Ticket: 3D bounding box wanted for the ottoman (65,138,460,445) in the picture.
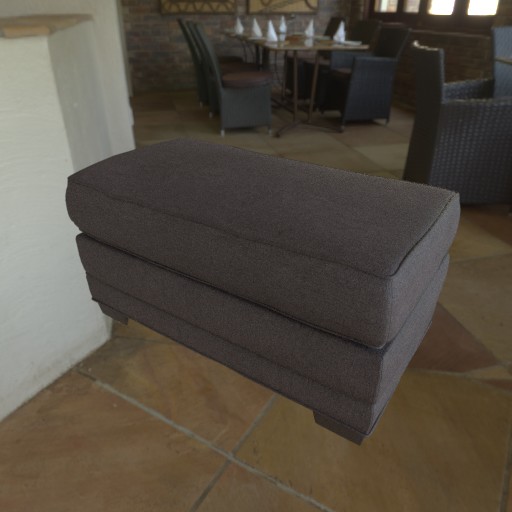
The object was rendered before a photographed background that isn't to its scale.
[{"bbox_3d":[0.000,0.000,1.140,0.864,0.448,0.490,18,34,29],"label":"ottoman"}]
